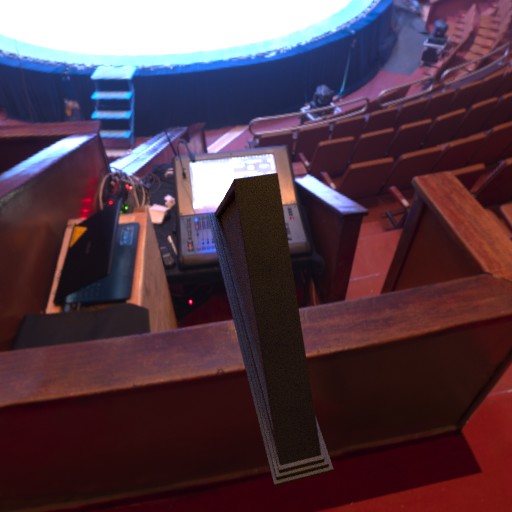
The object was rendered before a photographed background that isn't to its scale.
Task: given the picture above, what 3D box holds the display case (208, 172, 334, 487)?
[{"bbox_3d":[0.000,0.000,0.772,0.095,0.340,0.640,-10,47,-9],"label":"display case"}]
